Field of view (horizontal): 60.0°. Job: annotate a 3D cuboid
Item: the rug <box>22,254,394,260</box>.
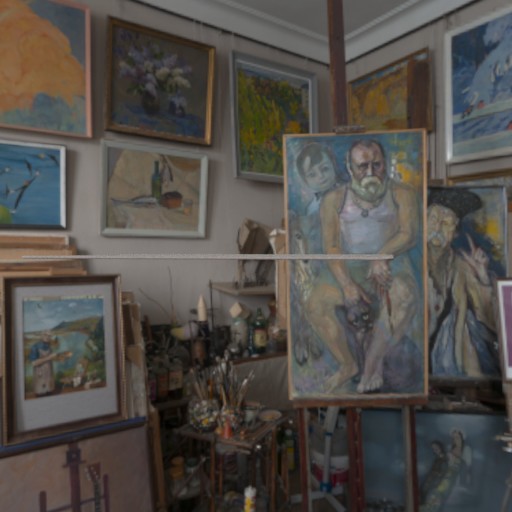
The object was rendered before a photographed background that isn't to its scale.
[{"bbox_3d":[0.000,0.000,4.098,2.434,0.032,3.007,0,0,17],"label":"rug"}]
